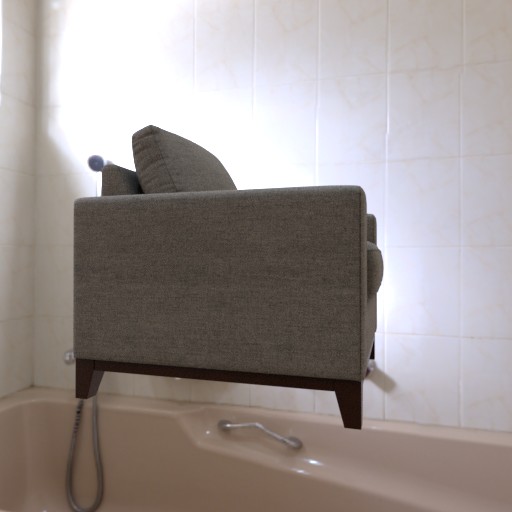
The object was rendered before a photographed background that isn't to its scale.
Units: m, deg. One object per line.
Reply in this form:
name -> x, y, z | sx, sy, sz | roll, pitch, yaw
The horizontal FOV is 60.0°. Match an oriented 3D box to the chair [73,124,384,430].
chair -> 0.000, 0.000, 1.887 | 1.038, 1.010, 1.024 | 0, 0, 17
